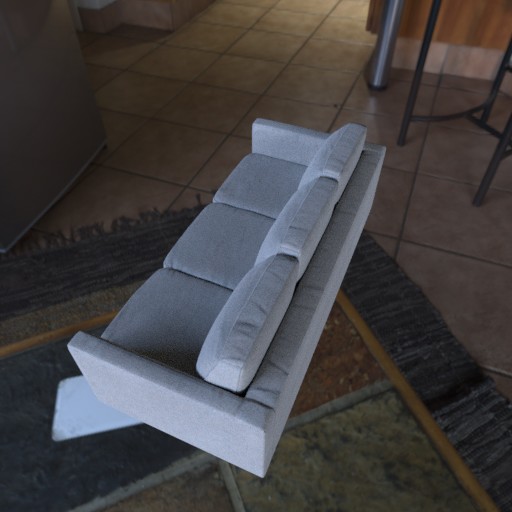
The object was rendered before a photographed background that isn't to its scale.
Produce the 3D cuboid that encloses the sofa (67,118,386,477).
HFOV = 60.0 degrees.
[{"bbox_3d":[0.000,0.000,2.502,0.944,0.918,1.983,18,50,16],"label":"sofa"}]
